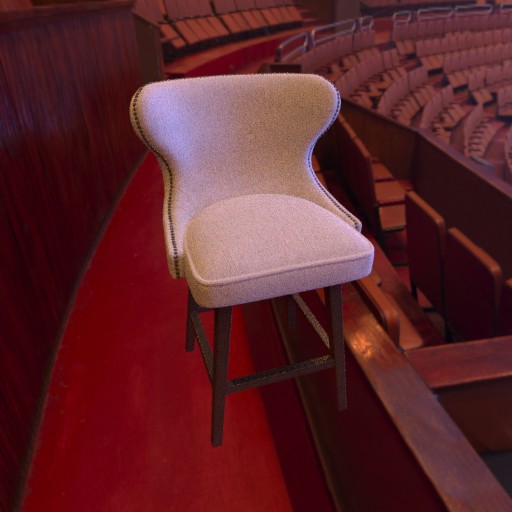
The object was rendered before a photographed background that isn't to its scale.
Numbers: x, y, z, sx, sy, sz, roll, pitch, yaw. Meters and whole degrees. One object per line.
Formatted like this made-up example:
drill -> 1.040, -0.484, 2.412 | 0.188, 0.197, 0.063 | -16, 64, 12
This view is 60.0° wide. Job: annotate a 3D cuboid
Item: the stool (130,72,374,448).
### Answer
stool -> 0.000, 0.000, 1.366 | 0.615, 0.972, 0.597 | -10, 33, -16
